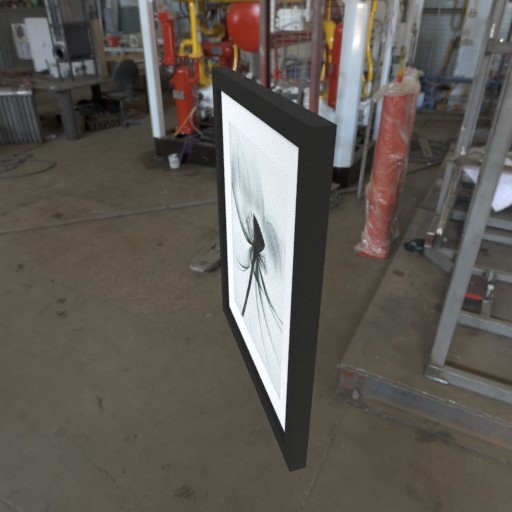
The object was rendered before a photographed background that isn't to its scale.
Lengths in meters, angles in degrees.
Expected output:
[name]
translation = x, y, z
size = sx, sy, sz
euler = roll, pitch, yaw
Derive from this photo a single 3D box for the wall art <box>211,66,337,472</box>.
[wall art]
translation = 0.000, 0.000, 0.775
size = 0.029, 0.559, 0.457
euler = -9, 32, -15
